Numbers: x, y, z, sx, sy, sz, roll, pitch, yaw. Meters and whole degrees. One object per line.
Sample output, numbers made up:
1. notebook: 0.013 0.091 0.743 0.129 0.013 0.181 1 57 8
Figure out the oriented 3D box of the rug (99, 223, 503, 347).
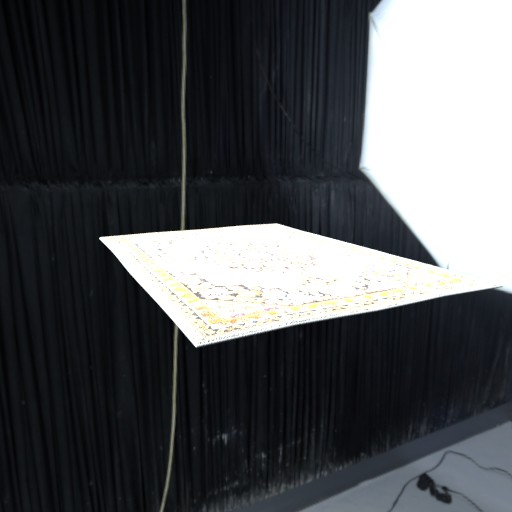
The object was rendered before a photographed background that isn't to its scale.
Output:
1. rug: 0.000 0.000 3.614 2.043 0.026 2.901 -6 14 -26
